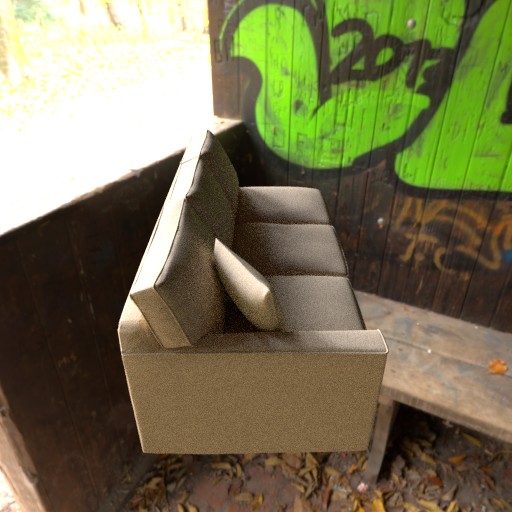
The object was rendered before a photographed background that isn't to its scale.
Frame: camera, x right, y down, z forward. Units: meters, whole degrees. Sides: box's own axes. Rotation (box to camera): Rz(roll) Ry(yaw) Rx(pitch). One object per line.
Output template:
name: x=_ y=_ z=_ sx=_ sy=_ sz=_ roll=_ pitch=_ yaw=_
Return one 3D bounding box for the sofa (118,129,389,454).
sofa: x=0.000 y=0.000 z=2.557 sx=1.034 sy=0.946 sz=1.962 roll=0 pitch=31 yaw=0
